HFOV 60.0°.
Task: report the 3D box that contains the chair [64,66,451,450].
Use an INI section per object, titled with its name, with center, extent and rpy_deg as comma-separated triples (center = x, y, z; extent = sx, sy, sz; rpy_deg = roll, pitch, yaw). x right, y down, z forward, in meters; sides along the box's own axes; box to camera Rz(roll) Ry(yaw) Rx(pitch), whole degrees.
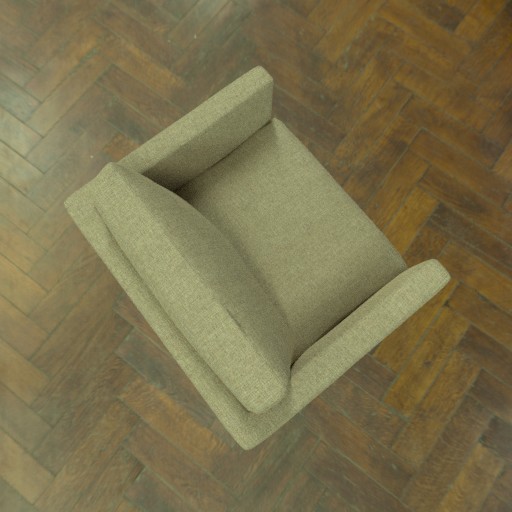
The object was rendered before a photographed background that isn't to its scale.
[chair]
center = 0.000, 0.000, 1.843
extent = 0.959, 0.987, 1.107
rpy_deg = -38, 80, -8
